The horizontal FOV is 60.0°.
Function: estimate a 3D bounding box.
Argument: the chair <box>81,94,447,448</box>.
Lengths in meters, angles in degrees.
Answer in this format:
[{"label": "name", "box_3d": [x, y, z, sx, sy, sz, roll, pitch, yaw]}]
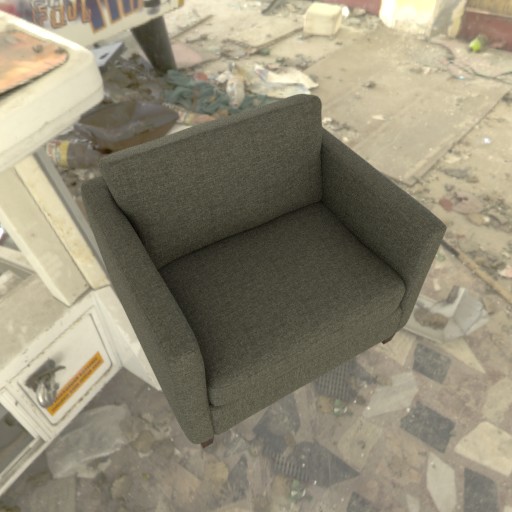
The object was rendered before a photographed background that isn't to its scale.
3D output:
[{"label": "chair", "box_3d": [0.000, 0.000, 1.849, 1.107, 0.963, 0.959, -23, 51, -20]}]
